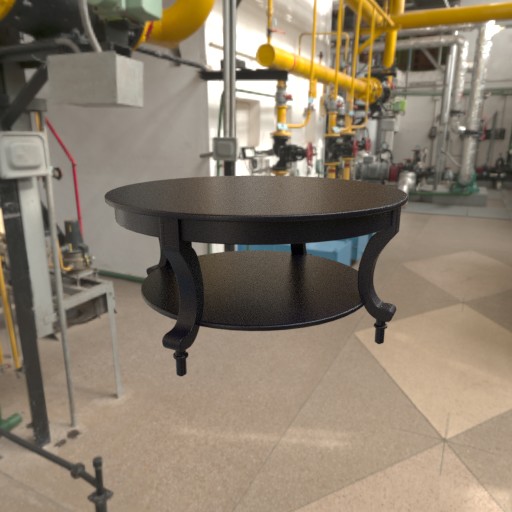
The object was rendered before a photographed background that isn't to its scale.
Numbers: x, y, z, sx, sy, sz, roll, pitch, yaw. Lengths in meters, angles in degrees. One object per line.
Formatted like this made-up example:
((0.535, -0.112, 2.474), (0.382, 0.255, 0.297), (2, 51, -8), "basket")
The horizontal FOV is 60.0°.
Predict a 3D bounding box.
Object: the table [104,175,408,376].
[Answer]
((0.000, 0.000, 1.638), (1.029, 0.491, 1.029), (0, 16, 0), "table")
